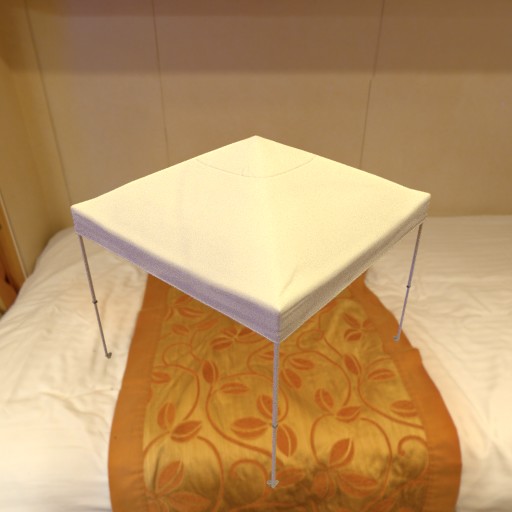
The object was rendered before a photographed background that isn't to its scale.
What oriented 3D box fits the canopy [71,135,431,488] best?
[{"bbox_3d":[0.000,0.000,5.516,2.996,2.997,2.998,23,38,34],"label":"canopy"}]
